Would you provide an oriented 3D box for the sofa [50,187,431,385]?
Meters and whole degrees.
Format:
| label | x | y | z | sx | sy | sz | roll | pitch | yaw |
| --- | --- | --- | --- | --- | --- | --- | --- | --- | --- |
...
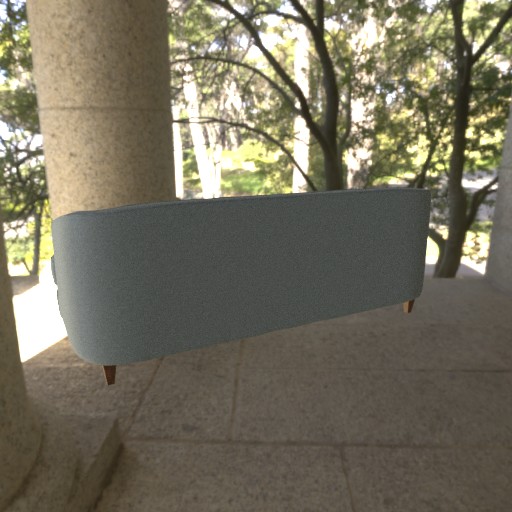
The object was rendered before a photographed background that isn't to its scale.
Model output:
| label | x | y | z | sx | sy | sz | roll | pitch | yaw |
| --- | --- | --- | --- | --- | --- | --- | --- | --- | --- |
| sofa | 0.000 | 0.000 | 2.742 | 2.278 | 0.855 | 0.941 | -8 | 16 | -27 |
